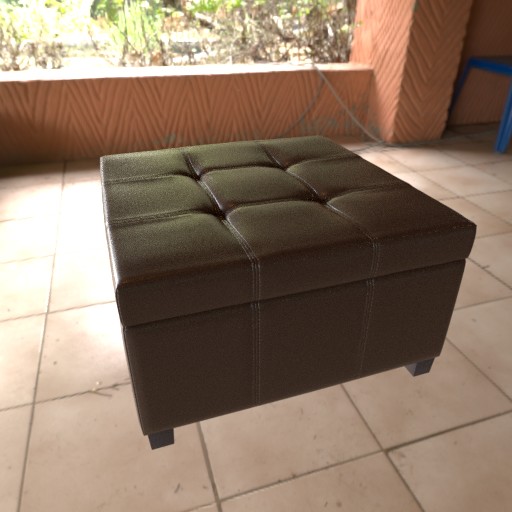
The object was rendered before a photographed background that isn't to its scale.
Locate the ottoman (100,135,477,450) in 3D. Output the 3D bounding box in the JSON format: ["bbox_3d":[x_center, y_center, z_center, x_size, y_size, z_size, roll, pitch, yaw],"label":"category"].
[{"bbox_3d":[0.000,0.000,1.286,0.787,0.460,0.788,-10,32,-16],"label":"ottoman"}]
